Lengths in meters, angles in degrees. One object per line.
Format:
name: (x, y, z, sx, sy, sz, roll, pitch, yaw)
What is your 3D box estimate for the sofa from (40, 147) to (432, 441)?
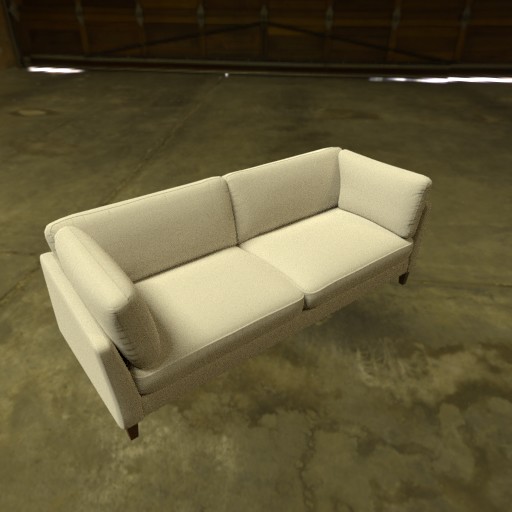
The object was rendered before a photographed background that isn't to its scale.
sofa: (0.000, 0.000, 2.754, 2.301, 0.863, 0.957, -22, 37, -32)
